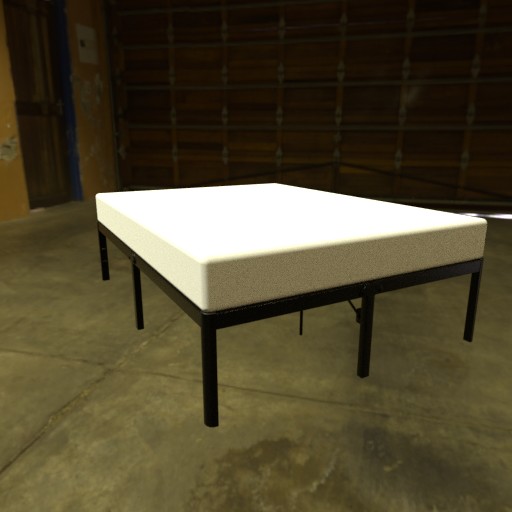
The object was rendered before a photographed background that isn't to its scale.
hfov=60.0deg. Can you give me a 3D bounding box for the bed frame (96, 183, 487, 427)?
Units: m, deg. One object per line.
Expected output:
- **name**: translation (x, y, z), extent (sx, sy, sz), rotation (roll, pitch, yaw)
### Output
- **bed frame**: translation (0.000, 0.000, 2.792), extent (1.557, 0.659, 2.072), rotation (-8, 17, -28)
